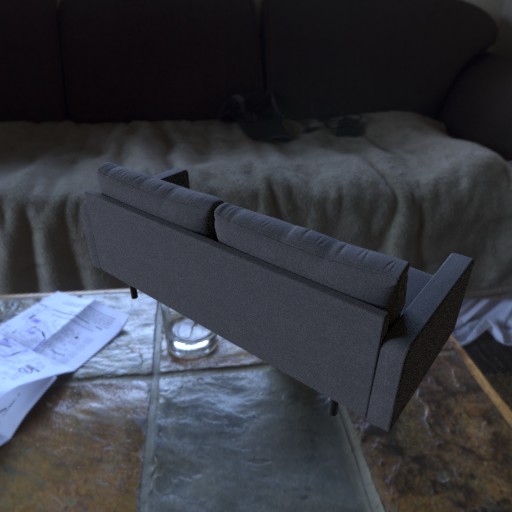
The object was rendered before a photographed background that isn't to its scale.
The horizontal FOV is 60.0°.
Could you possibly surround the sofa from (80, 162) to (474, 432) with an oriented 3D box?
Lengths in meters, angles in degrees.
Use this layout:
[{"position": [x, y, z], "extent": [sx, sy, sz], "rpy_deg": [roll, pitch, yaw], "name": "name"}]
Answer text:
[{"position": [0.000, 0.000, 2.546], "extent": [2.100, 0.880, 0.880], "rpy_deg": [22, 37, 32], "name": "sofa"}]
